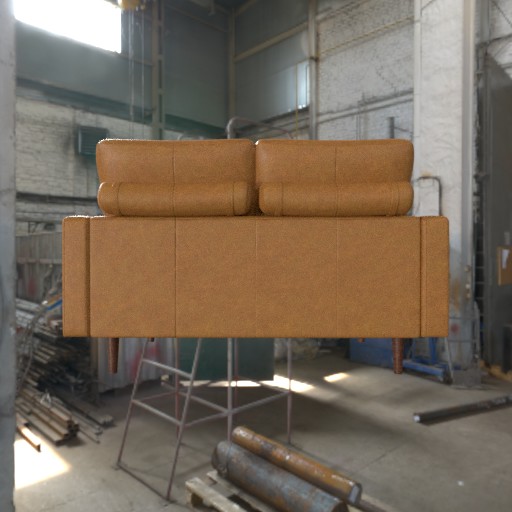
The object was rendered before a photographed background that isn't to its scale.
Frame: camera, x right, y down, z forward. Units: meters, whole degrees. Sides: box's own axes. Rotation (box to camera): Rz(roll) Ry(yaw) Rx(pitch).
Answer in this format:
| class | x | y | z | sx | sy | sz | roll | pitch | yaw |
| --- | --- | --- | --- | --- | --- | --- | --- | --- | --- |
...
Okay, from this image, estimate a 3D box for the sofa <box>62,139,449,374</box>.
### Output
| class | x | y | z | sx | sy | sz | roll | pitch | yaw |
| --- | --- | --- | --- | --- | --- | --- | --- | --- | --- |
| sofa | 0.000 | 0.000 | 1.988 | 1.430 | 0.898 | 0.868 | 0 | 0 | 0 |
